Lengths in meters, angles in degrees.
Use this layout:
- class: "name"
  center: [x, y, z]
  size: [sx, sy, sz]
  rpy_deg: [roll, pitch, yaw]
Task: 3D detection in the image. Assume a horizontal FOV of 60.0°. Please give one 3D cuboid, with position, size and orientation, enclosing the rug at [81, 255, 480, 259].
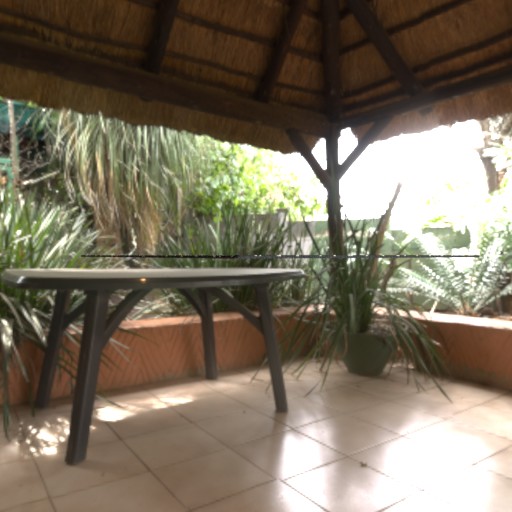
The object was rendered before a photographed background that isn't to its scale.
- class: "rug"
  center: [0.000, 0.000, 4.217]
  size: [2.439, 0.022, 3.047]
  rpy_deg: [0, 0, -36]
